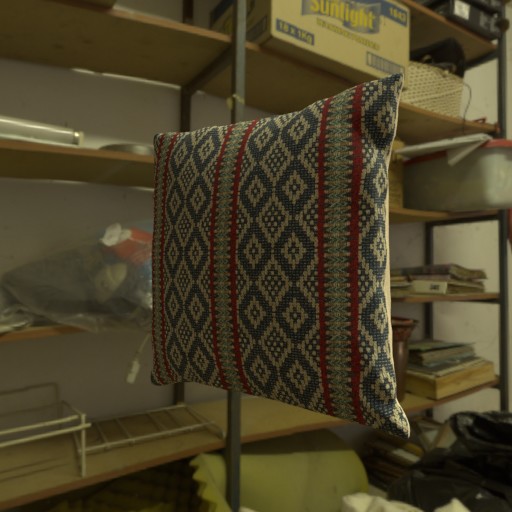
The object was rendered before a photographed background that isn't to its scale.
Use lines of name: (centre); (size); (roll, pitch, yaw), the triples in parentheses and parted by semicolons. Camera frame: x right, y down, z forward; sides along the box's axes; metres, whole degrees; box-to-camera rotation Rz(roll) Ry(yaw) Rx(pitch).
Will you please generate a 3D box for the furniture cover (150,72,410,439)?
furniture cover: (0.000, 0.000, 0.641); (0.431, 0.431, 0.139); (-2, -3, 35)
